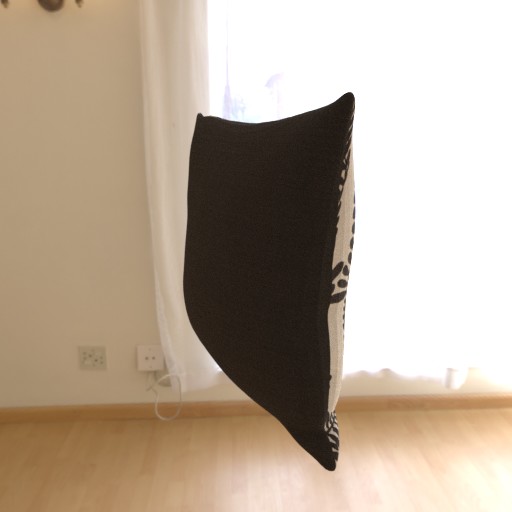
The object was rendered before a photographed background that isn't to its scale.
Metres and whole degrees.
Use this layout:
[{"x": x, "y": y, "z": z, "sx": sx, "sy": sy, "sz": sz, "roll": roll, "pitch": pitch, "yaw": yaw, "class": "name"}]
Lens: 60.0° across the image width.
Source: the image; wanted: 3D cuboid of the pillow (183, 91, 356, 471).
[{"x": 0.000, "y": 0.000, "z": 0.672, "sx": 0.182, "sy": 0.441, "sz": 0.440, "roll": -8, "pitch": 18, "yaw": -27, "class": "pillow"}]
